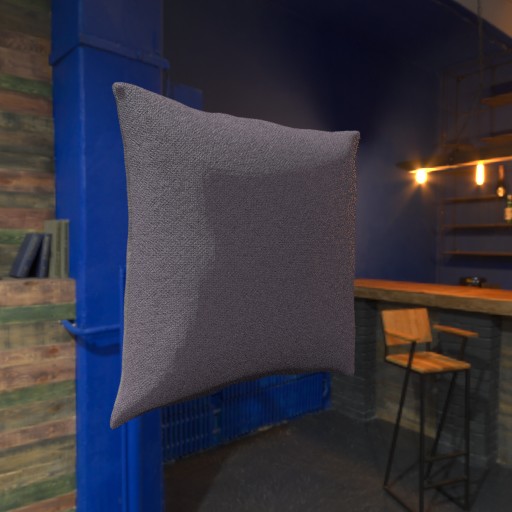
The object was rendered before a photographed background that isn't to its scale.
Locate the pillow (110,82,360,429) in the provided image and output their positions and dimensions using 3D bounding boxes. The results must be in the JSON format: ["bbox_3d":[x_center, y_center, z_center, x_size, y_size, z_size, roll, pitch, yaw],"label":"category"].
[{"bbox_3d":[0.000,0.000,0.680,0.452,0.439,0.204,-1,2,-36],"label":"pillow"}]
